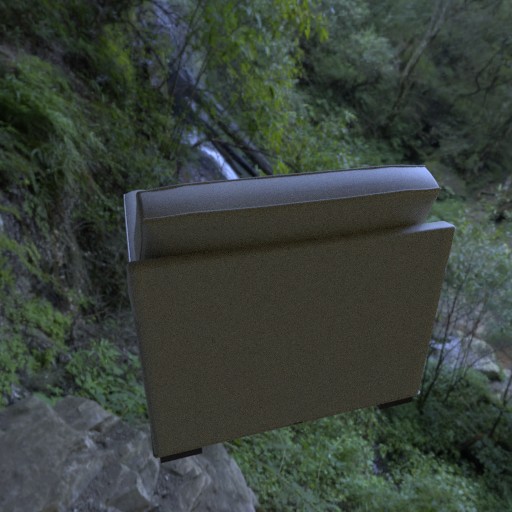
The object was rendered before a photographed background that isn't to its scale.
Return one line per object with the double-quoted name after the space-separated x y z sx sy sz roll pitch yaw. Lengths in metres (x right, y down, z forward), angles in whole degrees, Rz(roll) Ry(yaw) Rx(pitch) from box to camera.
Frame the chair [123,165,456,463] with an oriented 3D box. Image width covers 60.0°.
0.000 0.000 1.810 0.998 0.913 1.043 -8 28 -15 "chair"
